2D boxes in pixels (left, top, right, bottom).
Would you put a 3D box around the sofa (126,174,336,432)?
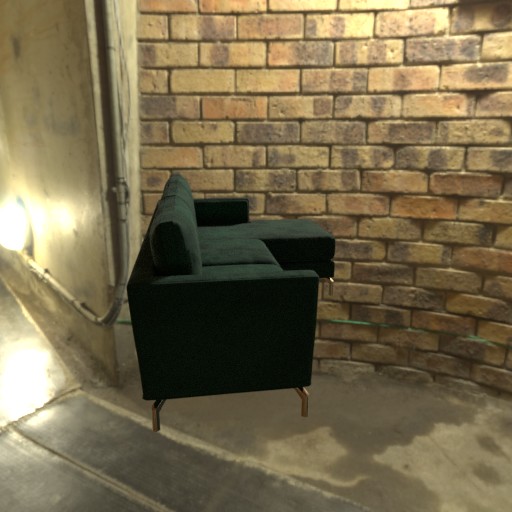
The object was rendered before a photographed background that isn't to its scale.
[{"bbox_3d":[0.000,0.000,3.187,1.489,1.007,2.441,-2,16,-8],"label":"sofa"}]
